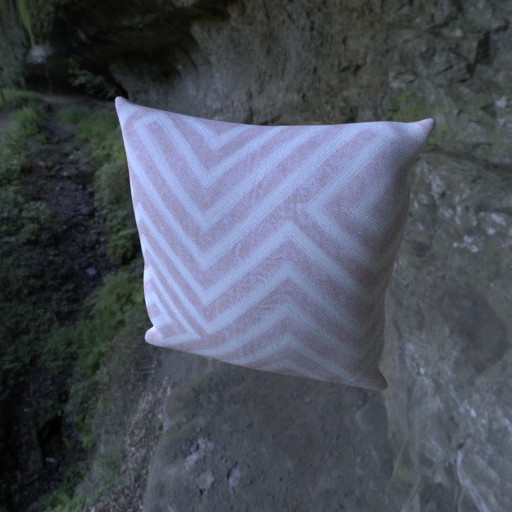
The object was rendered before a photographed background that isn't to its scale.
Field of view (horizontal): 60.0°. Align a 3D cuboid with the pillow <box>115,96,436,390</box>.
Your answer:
[{"bbox_3d":[0.000,0.000,0.670,0.440,0.441,0.182,8,29,15],"label":"pillow"}]
